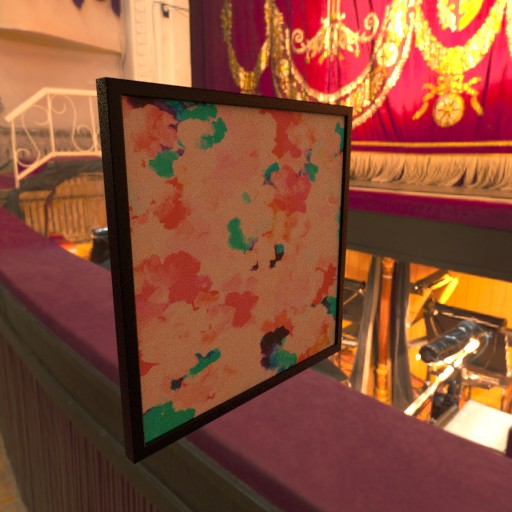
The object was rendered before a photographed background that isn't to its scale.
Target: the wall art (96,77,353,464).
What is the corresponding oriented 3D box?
[{"bbox_3d":[0.000,0.000,1.107,0.036,0.755,0.756,13,19,43],"label":"wall art"}]
